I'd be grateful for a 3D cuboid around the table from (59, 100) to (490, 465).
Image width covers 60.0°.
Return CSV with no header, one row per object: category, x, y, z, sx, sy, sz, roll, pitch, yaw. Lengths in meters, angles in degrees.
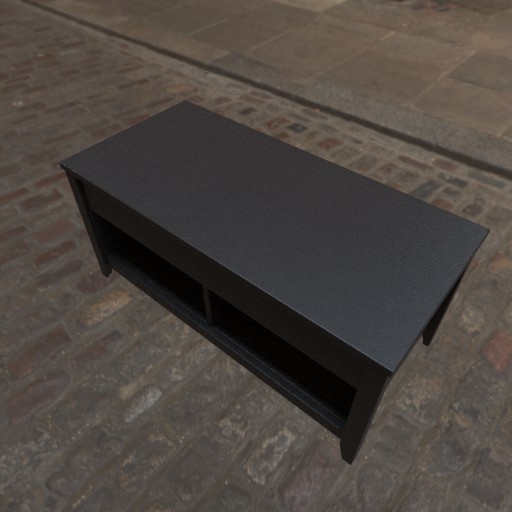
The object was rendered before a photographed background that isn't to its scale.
table,0.000,0.000,1.288,1.016,0.457,0.483,31,53,27
